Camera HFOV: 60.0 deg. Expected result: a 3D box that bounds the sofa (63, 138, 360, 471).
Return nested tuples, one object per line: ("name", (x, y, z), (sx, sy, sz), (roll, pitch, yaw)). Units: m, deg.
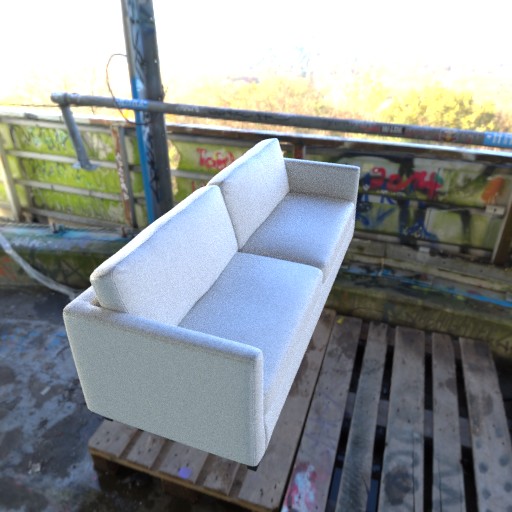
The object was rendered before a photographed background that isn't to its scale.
("sofa", (0.000, 0.000, 2.899), (0.948, 0.965, 2.434), (11, 32, 18))
